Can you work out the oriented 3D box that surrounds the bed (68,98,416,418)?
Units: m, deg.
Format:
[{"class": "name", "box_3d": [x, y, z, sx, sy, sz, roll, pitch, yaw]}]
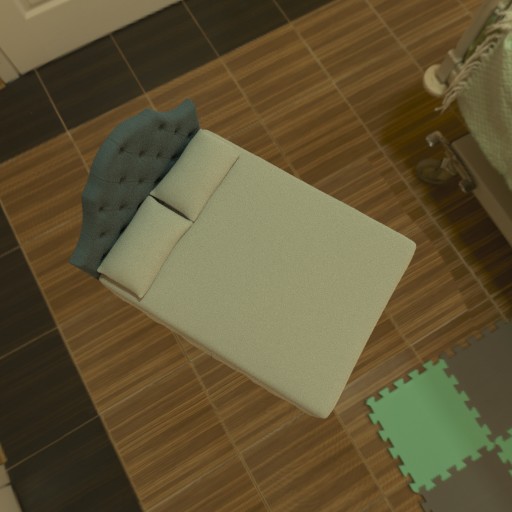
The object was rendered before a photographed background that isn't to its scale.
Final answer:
[{"class": "bed", "box_3d": [0.000, 0.000, 3.355, 2.155, 1.575, 1.636, 30, 77, 7]}]
